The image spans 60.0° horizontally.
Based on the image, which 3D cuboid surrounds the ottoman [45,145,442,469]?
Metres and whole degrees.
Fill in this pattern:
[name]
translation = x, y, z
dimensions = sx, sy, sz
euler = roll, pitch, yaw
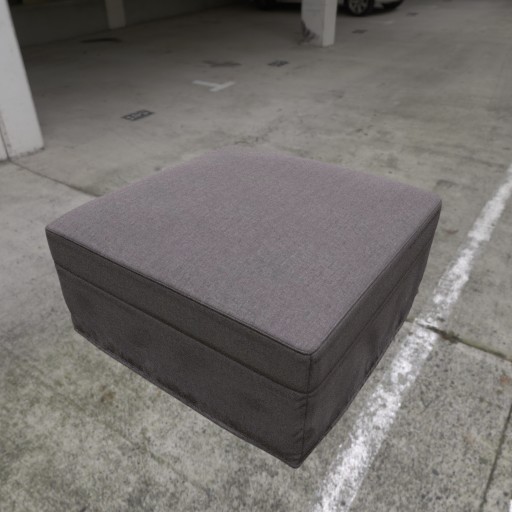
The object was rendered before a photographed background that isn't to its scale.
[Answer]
[ottoman]
translation = 0.000, 0.000, 1.340
dimensions = 0.843, 0.436, 0.840
euler = 21, 38, 29
